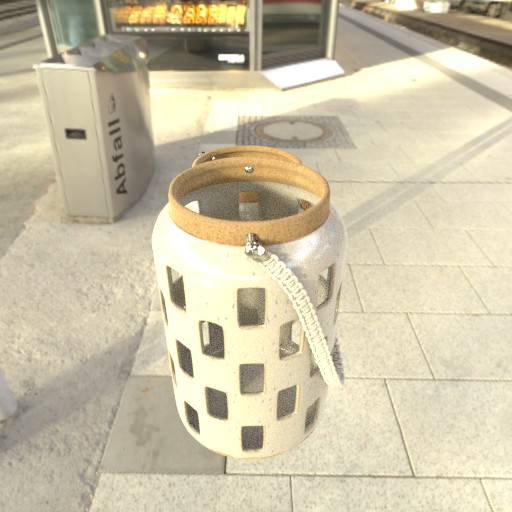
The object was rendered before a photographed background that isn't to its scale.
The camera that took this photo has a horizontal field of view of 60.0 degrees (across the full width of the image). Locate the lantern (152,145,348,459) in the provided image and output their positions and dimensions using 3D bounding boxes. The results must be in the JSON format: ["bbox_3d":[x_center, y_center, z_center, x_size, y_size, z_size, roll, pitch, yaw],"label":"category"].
[{"bbox_3d":[0.000,0.000,0.500,0.184,0.255,0.347,-1,33,-1],"label":"lantern"}]
